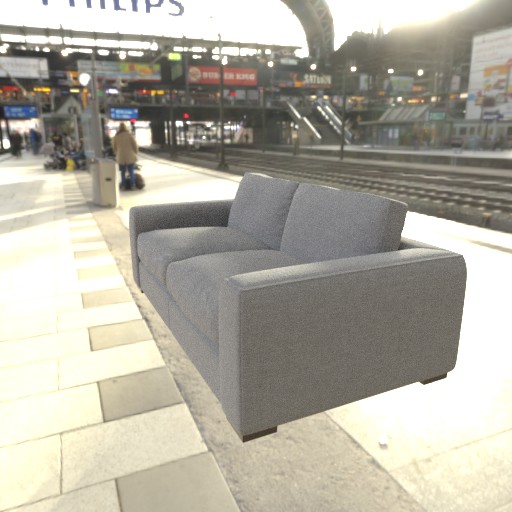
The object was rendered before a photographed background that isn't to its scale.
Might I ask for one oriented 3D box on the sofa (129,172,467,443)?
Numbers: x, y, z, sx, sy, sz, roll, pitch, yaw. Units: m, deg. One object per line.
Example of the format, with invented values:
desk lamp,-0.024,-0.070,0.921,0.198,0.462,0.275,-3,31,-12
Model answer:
sofa,0.000,0.000,2.462,1.069,0.800,1.920,-7,17,-25
